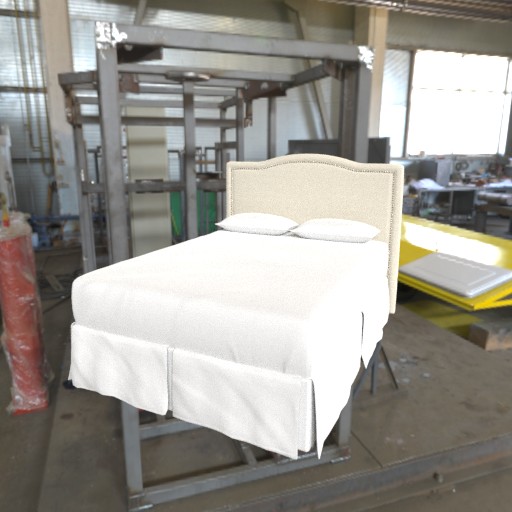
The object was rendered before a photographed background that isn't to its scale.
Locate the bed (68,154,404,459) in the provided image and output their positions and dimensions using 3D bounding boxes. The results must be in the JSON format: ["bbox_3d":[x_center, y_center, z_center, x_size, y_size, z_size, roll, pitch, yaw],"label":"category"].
[{"bbox_3d":[0.000,0.000,3.271,1.741,1.449,2.196,7,15,25],"label":"bed"}]
